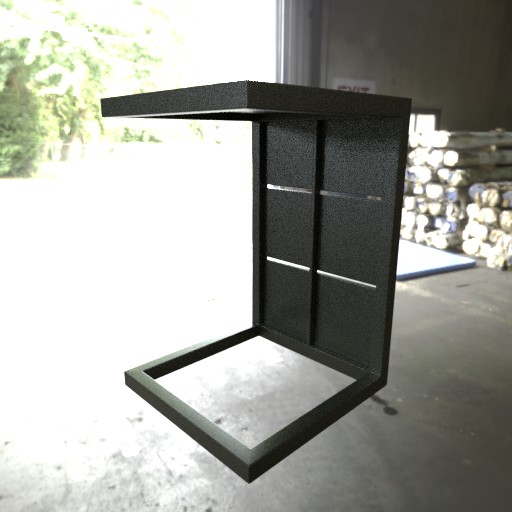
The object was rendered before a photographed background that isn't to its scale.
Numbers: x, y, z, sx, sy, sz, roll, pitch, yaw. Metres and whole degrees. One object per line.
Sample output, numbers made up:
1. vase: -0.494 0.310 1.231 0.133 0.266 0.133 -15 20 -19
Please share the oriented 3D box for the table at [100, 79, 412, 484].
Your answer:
1. table: 0.000 0.000 0.906 0.420 0.609 0.405 -14 21 -42
